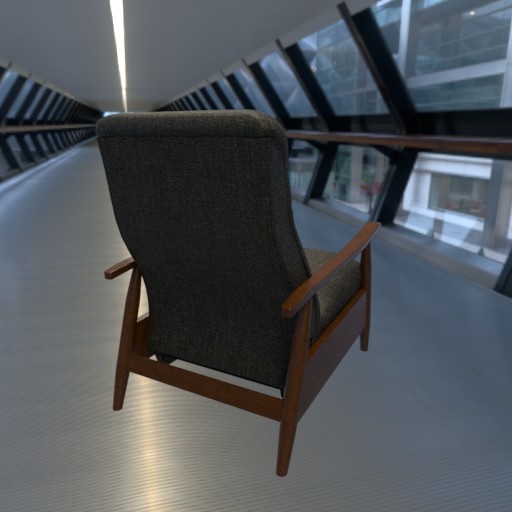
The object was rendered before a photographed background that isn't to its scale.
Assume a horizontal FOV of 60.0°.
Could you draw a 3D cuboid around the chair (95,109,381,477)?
[{"bbox_3d":[0.000,0.000,1.801,0.762,1.082,1.014,8,17,28],"label":"chair"}]
